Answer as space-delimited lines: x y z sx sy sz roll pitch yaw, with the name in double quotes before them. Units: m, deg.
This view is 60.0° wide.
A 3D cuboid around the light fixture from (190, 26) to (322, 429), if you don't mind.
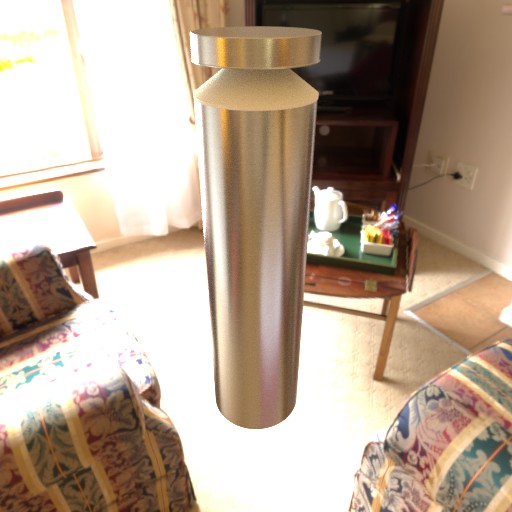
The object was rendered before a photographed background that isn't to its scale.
"light fixture" 0.000 0.000 0.442 0.102 0.400 0.102 10 33 16
